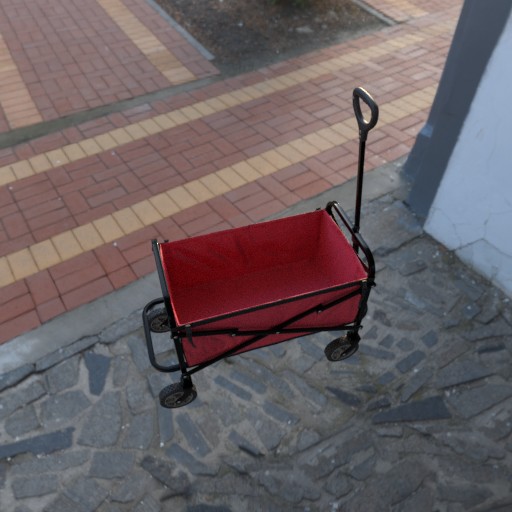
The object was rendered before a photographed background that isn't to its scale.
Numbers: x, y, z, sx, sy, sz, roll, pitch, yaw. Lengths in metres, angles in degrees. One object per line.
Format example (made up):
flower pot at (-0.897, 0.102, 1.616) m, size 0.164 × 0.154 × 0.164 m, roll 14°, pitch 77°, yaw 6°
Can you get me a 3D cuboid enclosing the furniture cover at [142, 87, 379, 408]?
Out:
furniture cover at (0.000, 0.000, 1.819) m, size 1.038 × 1.295 × 0.532 m, roll -13°, pitch 48°, yaw -12°
